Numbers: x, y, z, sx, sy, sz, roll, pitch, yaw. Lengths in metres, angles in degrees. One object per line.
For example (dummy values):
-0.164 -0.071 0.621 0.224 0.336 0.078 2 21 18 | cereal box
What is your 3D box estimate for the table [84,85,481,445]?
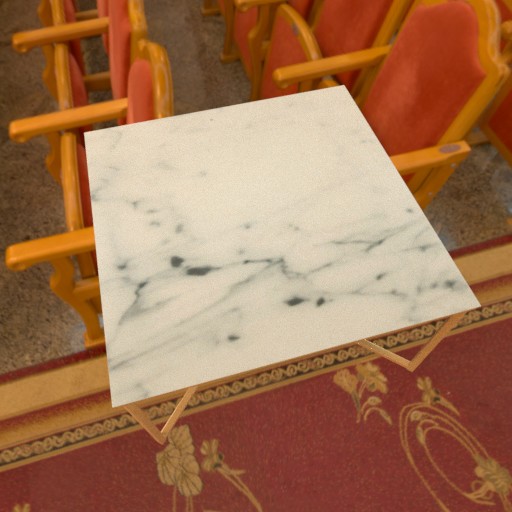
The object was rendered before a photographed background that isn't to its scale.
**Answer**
0.000 0.000 1.310 0.800 0.450 0.800 -13 58 -8 | table
